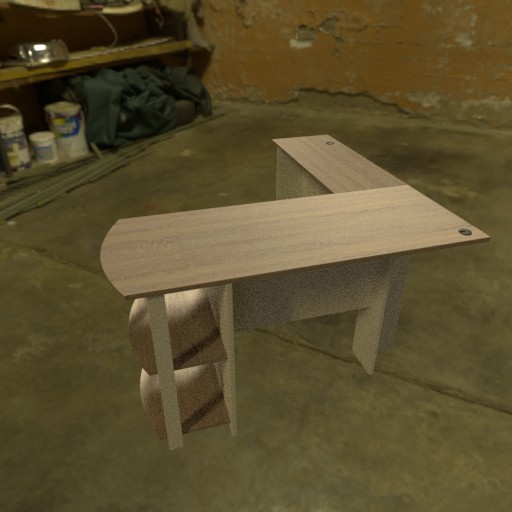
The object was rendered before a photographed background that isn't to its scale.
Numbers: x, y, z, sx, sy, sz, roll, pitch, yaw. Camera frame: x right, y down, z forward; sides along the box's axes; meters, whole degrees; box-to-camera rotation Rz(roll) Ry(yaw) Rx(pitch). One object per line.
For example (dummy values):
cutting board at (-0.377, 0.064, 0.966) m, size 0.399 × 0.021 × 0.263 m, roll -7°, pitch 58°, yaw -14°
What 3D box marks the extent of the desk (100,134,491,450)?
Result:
desk at (0.000, 0.000, 2.125) m, size 1.303 × 0.716 × 1.361 m, roll -9°, pitch 32°, yaw -14°
